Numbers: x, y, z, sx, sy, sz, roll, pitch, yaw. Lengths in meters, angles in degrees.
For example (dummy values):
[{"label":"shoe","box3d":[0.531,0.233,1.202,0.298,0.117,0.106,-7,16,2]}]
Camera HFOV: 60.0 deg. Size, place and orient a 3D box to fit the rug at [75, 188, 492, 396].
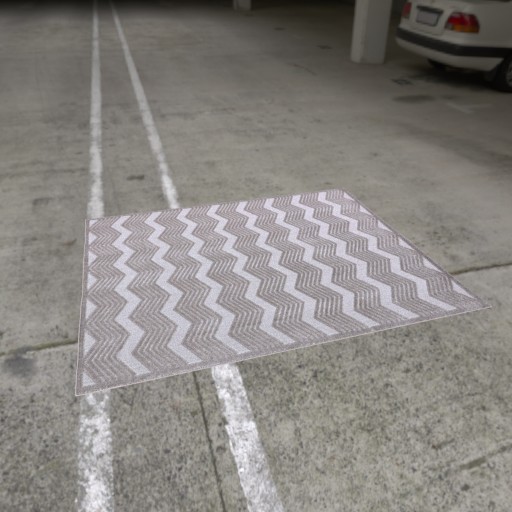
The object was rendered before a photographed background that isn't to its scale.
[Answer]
[{"label":"rug","box3d":[0.000,0.000,3.861,2.880,0.005,2.391,-9,32,-14]}]
